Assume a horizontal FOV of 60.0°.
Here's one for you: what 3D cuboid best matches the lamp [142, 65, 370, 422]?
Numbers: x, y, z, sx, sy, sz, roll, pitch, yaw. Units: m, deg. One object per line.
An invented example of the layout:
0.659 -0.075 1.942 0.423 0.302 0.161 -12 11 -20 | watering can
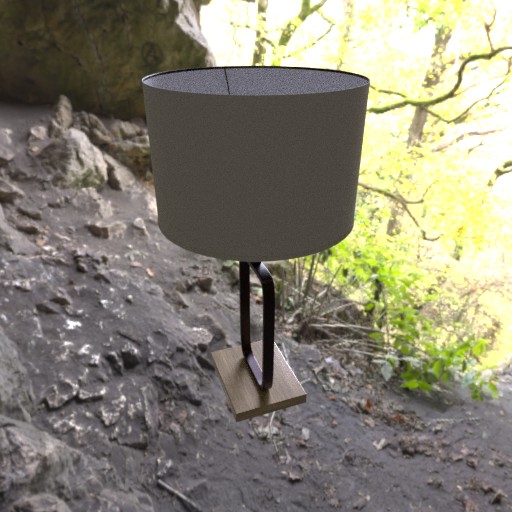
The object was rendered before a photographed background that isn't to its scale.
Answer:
0.000 0.000 0.674 0.279 0.508 0.279 -10 30 -17 | lamp
